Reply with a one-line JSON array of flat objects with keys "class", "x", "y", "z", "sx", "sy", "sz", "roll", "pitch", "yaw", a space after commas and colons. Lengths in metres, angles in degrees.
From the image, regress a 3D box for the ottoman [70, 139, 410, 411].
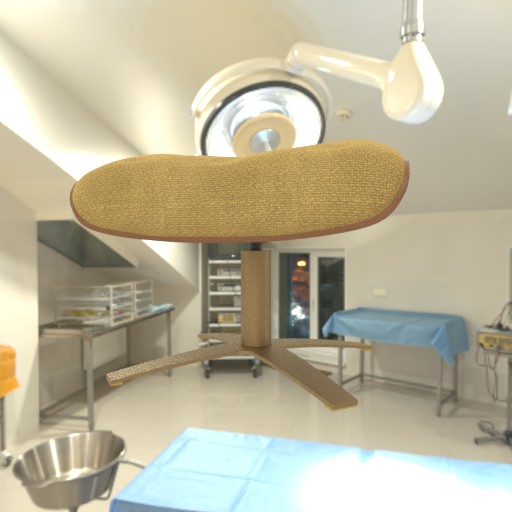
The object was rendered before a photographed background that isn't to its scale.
[{"class": "ottoman", "x": 0.000, "y": 0.000, "z": 0.805, "sx": 0.520, "sy": 0.391, "sz": 0.394, "roll": 0, "pitch": 1, "yaw": 18}]
